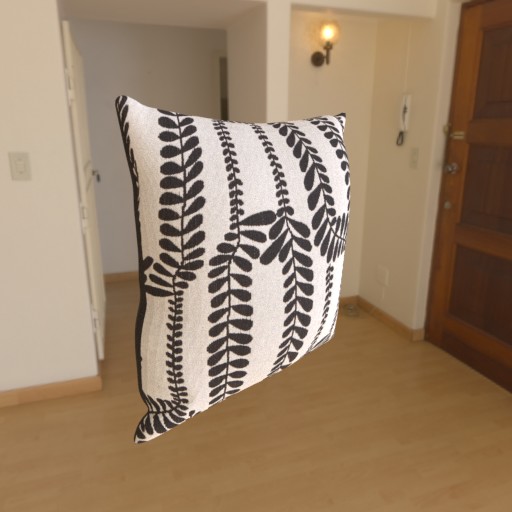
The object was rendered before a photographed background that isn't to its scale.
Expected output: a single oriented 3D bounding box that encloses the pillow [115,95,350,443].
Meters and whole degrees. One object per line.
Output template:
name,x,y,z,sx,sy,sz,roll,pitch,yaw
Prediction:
pillow,0.000,0.000,0.674,0.440,0.441,0.182,-15,22,-43
